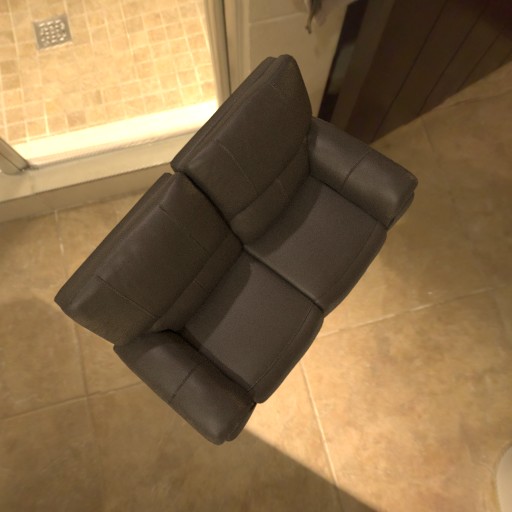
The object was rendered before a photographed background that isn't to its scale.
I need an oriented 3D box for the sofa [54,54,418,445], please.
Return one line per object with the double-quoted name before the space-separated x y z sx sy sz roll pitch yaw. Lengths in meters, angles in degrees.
"sofa" 0.000 0.000 2.471 1.104 1.111 1.765 37 79 8
